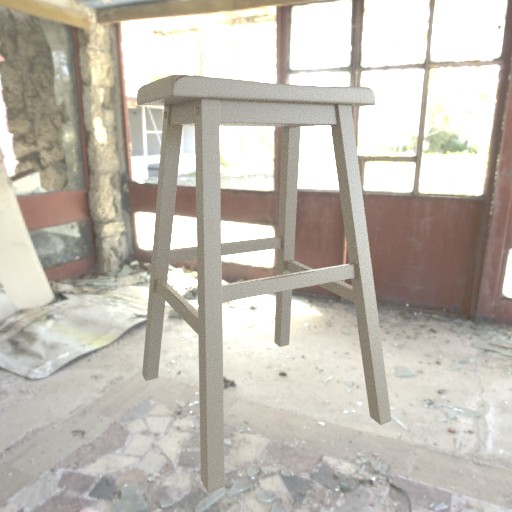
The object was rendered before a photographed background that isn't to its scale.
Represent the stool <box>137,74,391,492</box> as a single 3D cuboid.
[{"bbox_3d":[0.000,0.000,1.029,0.457,0.737,0.476,-8,17,-27],"label":"stool"}]
